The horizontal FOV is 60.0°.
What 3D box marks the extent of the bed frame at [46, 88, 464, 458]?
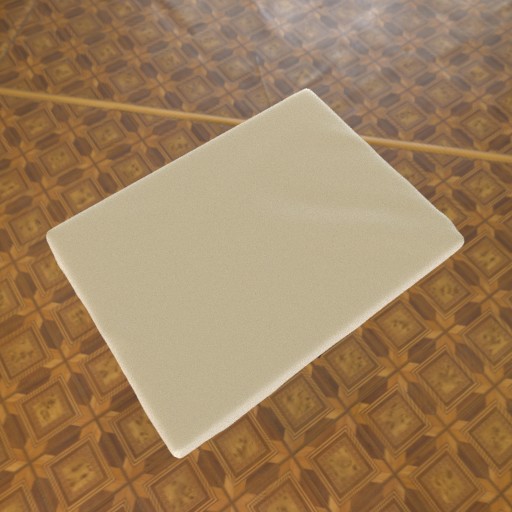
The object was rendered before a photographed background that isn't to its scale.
[{"bbox_3d":[0.000,0.000,2.966,2.151,0.667,1.584,-33,69,-14],"label":"bed frame"}]
